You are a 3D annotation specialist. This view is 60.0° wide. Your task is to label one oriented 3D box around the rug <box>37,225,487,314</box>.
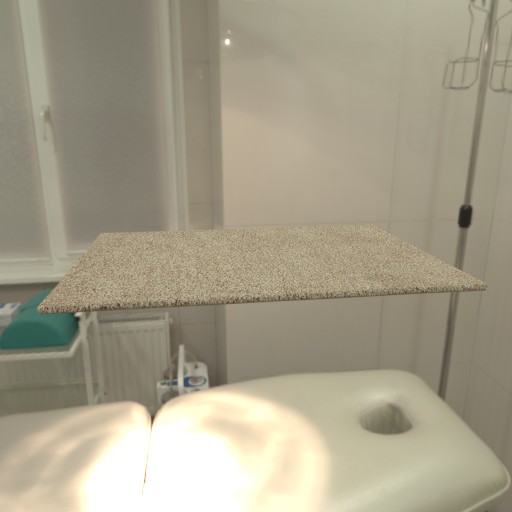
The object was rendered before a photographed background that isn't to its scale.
[{"bbox_3d":[0.000,0.000,2.297,1.778,0.030,1.219,-2,16,-8],"label":"rug"}]
